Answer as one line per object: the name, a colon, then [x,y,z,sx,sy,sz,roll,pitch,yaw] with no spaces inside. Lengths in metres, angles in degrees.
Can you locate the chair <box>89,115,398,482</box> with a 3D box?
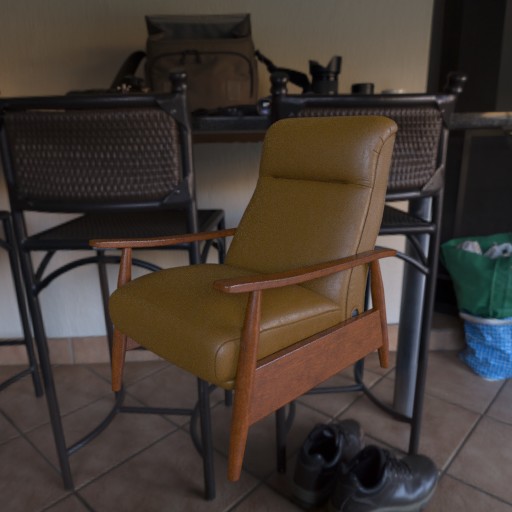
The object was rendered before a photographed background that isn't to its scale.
chair: [0.000,0.000,1.762,0.762,1.082,1.014,14,21,42]
